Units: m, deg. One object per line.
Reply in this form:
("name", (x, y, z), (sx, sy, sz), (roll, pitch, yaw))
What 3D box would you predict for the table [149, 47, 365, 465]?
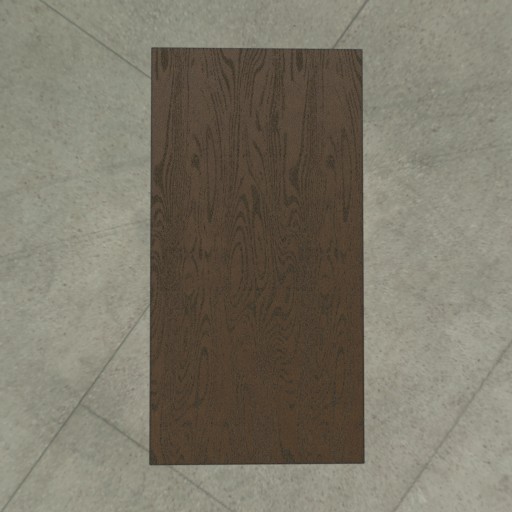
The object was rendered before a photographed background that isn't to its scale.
("table", (0.000, 0.000, 2.485), (1.016, 0.762, 1.981), (0, 89, -1))
